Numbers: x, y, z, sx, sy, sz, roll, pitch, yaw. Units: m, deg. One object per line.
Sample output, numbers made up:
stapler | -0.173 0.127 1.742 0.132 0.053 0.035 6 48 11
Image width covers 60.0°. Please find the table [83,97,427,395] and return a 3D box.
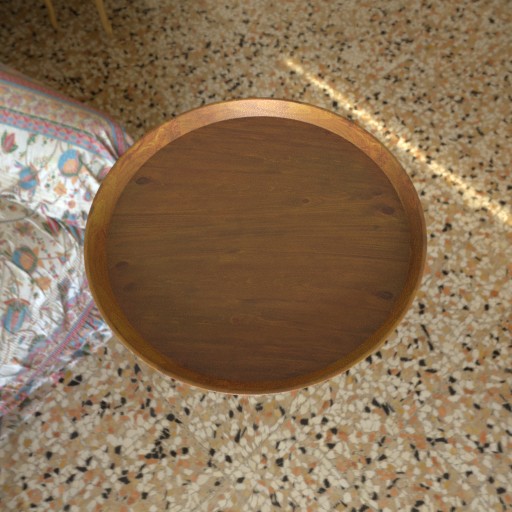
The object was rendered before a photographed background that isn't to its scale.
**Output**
table | 0.000 0.000 1.529 1.016 0.470 1.016 0 64 0
